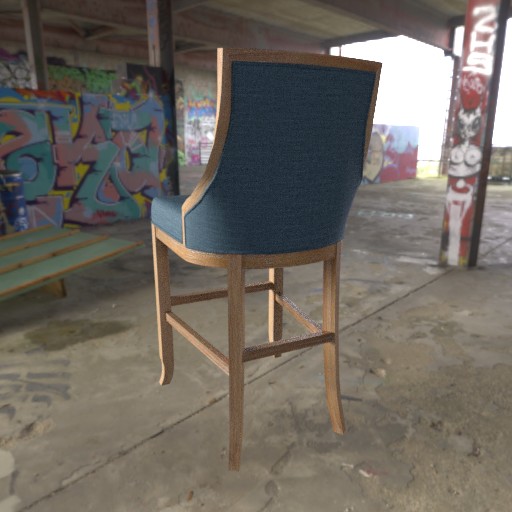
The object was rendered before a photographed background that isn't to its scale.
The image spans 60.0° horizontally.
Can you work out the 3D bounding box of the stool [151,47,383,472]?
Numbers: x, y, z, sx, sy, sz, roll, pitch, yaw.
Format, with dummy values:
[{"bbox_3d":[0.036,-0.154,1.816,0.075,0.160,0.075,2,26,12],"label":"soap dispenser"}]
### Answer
[{"bbox_3d":[0.000,0.000,1.407,0.524,1.101,0.626,-7,17,-25],"label":"stool"}]
